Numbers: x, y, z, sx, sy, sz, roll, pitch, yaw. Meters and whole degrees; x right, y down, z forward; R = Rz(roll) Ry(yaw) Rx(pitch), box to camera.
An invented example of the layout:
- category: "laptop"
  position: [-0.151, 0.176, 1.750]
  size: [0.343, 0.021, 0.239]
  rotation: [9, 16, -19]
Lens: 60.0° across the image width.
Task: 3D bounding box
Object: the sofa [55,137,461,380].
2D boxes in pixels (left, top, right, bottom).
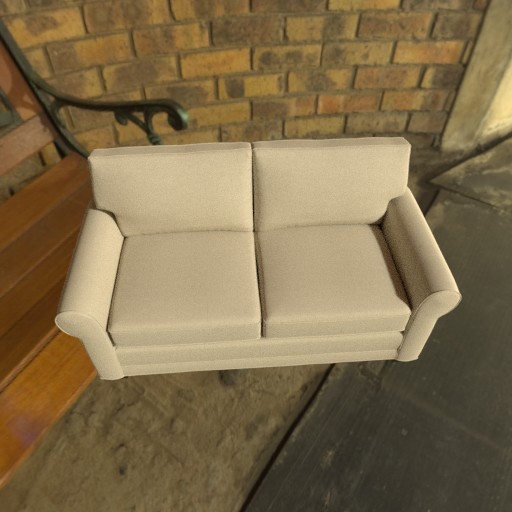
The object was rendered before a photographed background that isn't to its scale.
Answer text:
- category: "sofa"
  position: [0.000, 0.000, 2.261]
  size: [1.774, 0.933, 0.861]
  rotation: [-3, 47, -3]
